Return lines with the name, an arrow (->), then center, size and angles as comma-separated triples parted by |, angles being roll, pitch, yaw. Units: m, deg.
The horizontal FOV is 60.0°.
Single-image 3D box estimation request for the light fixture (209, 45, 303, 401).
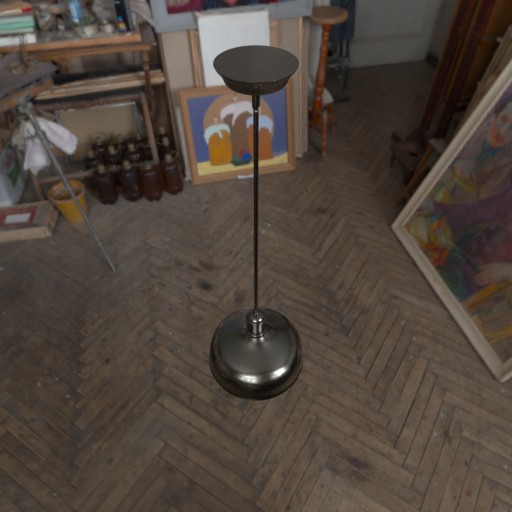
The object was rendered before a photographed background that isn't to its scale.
light fixture -> 0.000, 0.000, 1.074 | 0.299, 0.935, 0.299 | 30, 54, 25
